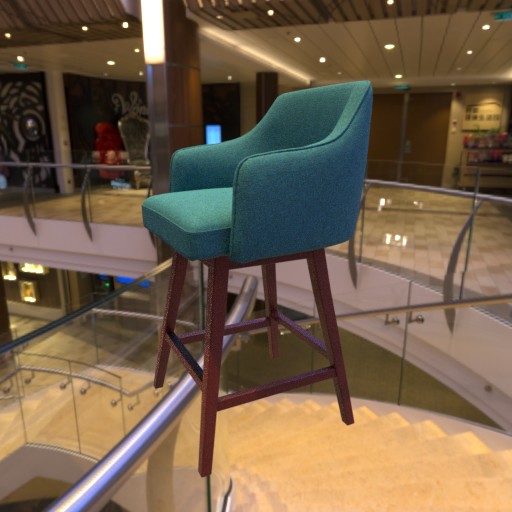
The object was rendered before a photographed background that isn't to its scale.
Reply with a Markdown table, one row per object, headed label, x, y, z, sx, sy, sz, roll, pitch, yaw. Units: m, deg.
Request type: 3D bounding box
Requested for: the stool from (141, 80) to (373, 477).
| label | x | y | z | sx | sy | sz | roll | pitch | yaw |
| --- | --- | --- | --- | --- | --- | --- | --- | --- | --- |
| stool | 0.000 | 0.000 | 1.293 | 0.556 | 0.961 | 0.548 | -8 | 17 | -26 |
